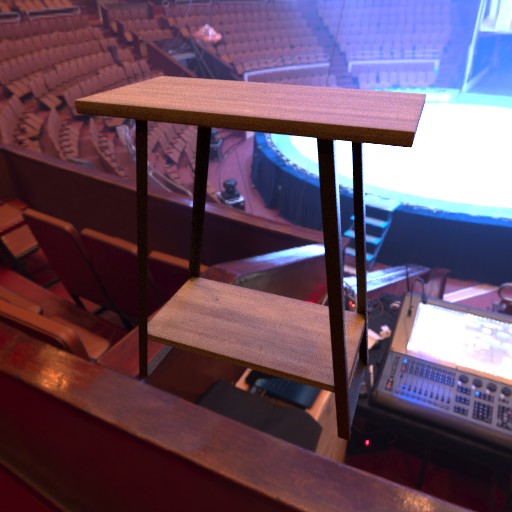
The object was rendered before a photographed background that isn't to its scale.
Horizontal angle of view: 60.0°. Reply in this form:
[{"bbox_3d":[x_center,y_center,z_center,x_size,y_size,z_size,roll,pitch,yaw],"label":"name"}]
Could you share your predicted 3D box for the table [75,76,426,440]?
[{"bbox_3d":[0.000,0.000,1.017,0.599,0.701,0.300,11,32,18],"label":"table"}]
